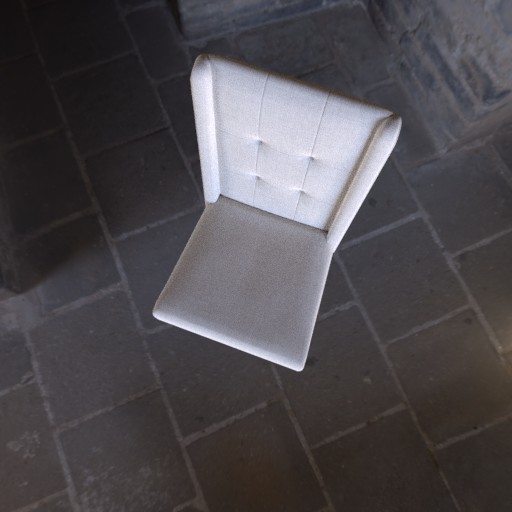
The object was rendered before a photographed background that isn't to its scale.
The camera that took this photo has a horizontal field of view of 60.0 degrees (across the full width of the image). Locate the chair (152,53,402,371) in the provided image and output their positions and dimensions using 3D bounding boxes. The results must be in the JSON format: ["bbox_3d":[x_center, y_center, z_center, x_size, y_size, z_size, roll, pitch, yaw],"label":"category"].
[{"bbox_3d":[0.000,0.000,1.281,0.474,0.961,0.523,19,77,5],"label":"chair"}]
